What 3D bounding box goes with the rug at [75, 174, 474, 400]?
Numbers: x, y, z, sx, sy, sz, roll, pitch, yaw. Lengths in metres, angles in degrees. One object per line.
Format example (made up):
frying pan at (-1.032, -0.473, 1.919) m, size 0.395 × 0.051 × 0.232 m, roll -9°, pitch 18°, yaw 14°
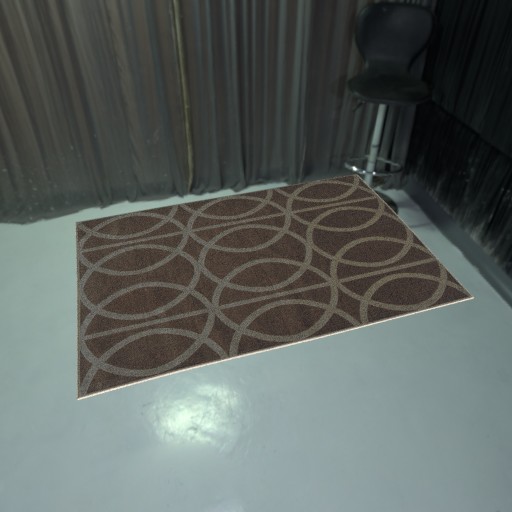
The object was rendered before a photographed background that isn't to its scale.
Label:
rug at (0.000, 0.000, 2.950) m, size 2.290 × 0.014 × 1.526 m, roll -12°, pitch 42°, yaw -13°
